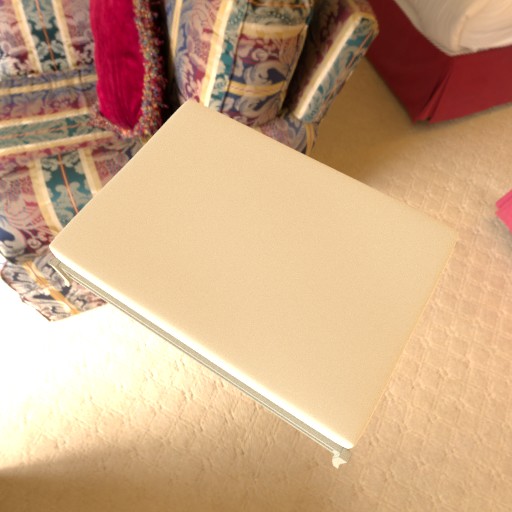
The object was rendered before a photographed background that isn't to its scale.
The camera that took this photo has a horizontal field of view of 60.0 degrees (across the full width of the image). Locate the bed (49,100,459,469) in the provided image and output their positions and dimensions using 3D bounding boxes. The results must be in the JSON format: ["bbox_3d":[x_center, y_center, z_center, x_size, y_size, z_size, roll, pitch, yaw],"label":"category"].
[{"bbox_3d":[0.000,0.000,2.664,1.985,0.510,1.460,30,67,14],"label":"bed"}]
